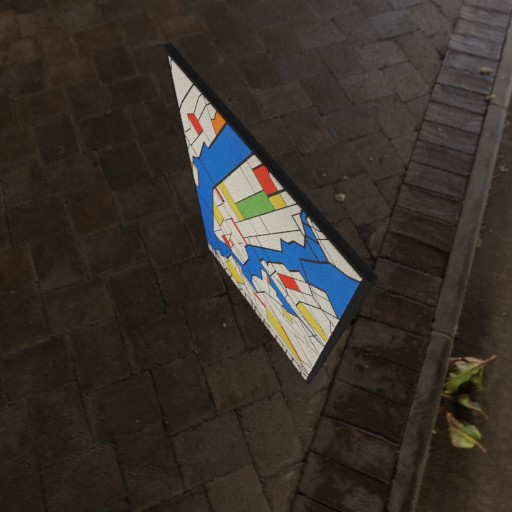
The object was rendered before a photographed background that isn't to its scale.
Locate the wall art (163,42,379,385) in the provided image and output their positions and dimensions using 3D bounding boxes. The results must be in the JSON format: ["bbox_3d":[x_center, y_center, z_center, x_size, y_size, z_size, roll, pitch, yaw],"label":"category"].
[{"bbox_3d":[0.000,0.000,0.865,0.013,0.657,0.457,-32,69,-14],"label":"wall art"}]
